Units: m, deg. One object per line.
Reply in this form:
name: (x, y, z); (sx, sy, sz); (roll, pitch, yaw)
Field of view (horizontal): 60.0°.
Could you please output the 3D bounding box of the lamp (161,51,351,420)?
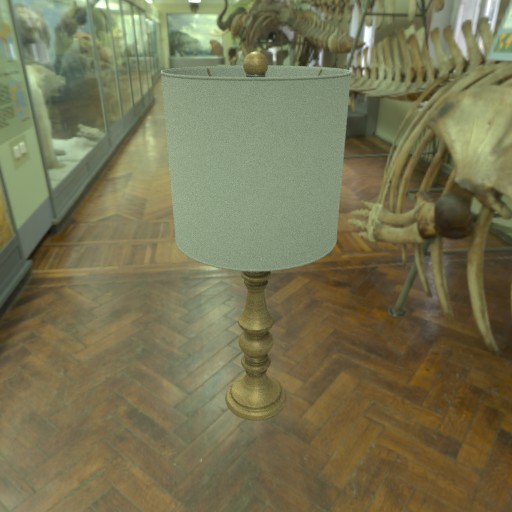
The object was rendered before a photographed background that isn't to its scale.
lamp: (0.000, 0.000, 0.713); (0.250, 0.597, 0.250); (-19, 32, -33)
